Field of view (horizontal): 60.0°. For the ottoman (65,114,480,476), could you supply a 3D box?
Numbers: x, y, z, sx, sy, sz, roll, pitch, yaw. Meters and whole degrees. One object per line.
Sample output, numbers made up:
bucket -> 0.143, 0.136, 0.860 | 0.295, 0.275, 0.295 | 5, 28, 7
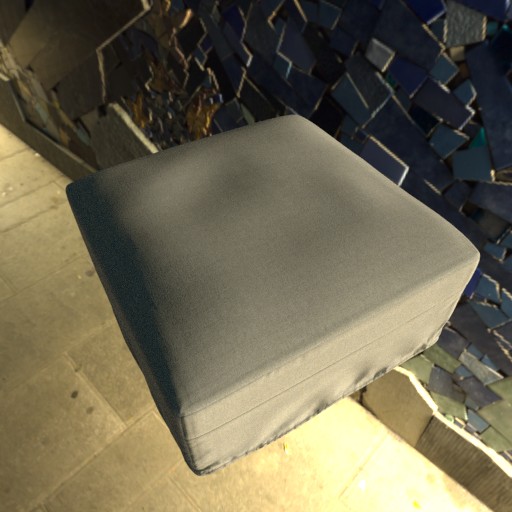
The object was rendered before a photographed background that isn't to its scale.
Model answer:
ottoman -> 0.000, 0.000, 1.298 | 0.840, 0.436, 0.843 | -23, 50, -21
